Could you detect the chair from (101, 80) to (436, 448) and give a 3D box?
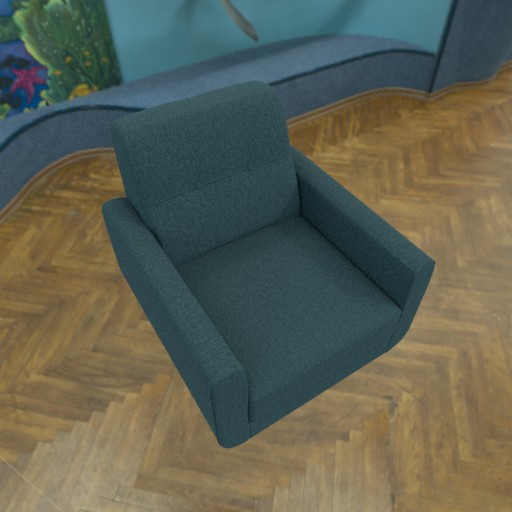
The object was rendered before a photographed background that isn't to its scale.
[{"bbox_3d":[0.000,0.000,1.710,0.880,0.940,0.964,-25,51,-22],"label":"chair"}]
